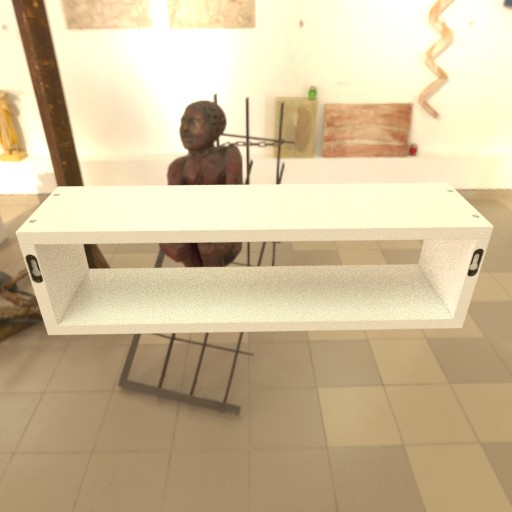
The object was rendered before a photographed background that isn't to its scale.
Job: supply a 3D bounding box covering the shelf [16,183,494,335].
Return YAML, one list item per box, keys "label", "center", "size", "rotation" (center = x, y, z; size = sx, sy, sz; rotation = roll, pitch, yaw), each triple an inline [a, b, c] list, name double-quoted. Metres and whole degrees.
- label: "shelf"
  center: [0.000, 0.000, 0.673]
  size: [0.610, 0.170, 0.150]
  rotation: [-1, 31, -1]
